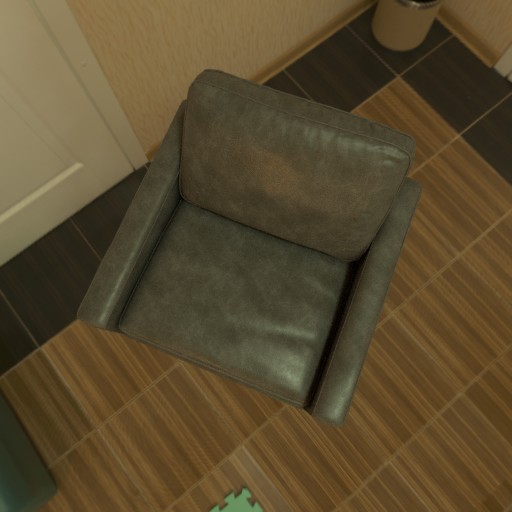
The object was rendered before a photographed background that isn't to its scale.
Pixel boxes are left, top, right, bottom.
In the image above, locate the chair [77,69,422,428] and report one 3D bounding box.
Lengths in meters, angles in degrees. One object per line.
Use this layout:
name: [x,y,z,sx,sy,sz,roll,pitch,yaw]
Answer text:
chair: [0.000,0.000,1.699,1.006,0.916,0.939,21,77,5]
